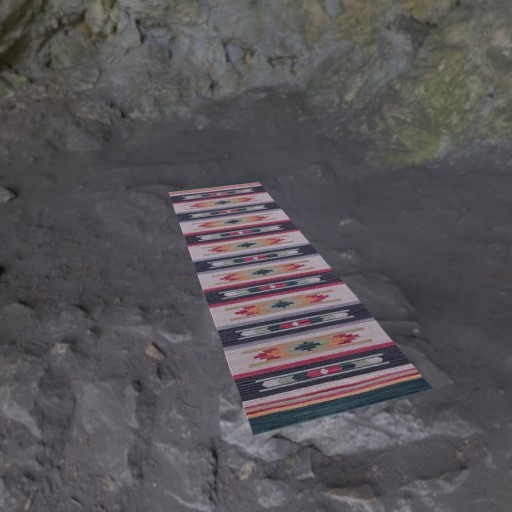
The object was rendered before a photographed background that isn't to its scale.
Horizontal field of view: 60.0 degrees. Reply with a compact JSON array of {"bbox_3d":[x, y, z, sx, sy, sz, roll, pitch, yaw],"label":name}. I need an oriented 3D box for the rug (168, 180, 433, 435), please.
[{"bbox_3d":[0.000,0.000,2.695,0.760,0.009,2.440,-9,32,-14],"label":"rug"}]
